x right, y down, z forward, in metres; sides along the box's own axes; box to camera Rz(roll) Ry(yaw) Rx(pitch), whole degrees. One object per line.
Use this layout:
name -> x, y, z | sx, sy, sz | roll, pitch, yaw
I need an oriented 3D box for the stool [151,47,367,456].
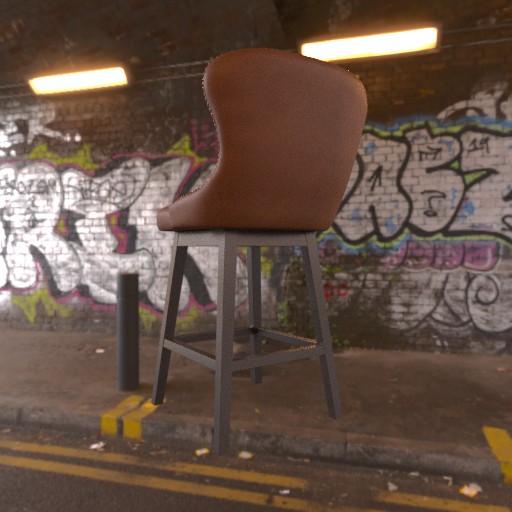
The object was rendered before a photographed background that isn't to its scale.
stool -> 0.000, 0.000, 1.320 | 0.528, 0.971, 0.593 | -1, 1, -35
